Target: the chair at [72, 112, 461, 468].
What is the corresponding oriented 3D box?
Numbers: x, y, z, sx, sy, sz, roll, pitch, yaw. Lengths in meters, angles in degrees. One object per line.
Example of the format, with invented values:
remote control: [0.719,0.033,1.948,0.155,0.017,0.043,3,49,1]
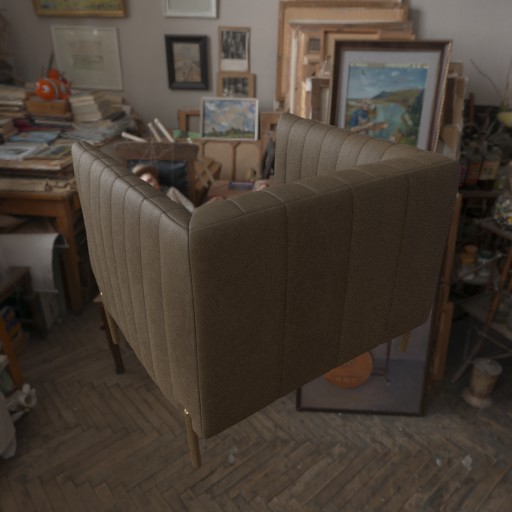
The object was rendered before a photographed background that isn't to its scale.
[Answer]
chair: [0.000,0.000,1.565,0.981,0.779,0.876,-18,33,-29]
